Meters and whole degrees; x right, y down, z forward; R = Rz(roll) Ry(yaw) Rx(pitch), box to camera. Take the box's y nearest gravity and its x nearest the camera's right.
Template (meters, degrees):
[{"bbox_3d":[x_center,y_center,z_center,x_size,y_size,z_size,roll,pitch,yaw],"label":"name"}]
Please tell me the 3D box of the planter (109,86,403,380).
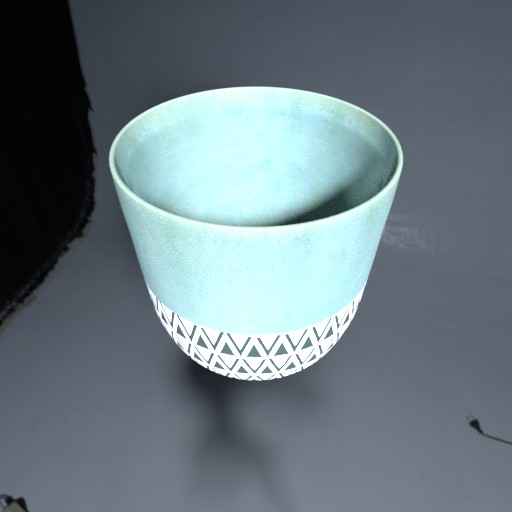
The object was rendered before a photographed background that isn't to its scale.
[{"bbox_3d":[0.000,0.000,0.378,0.198,0.214,0.198,0,42,0],"label":"planter"}]
